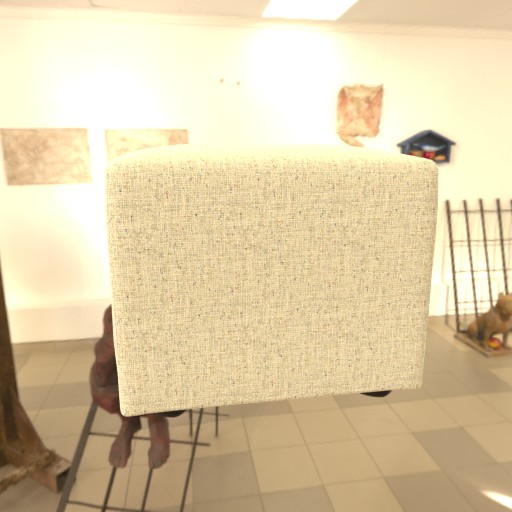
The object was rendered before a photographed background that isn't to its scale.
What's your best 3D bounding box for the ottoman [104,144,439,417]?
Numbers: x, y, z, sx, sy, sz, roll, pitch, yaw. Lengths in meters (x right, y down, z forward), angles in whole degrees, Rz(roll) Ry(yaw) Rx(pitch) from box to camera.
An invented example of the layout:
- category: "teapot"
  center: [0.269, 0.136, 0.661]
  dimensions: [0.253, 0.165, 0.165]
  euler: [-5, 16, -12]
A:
- category: "ottoman"
  center: [0.000, 0.000, 0.926]
  dimensions: [0.521, 0.453, 0.512]
  euler: [-2, 14, -9]
